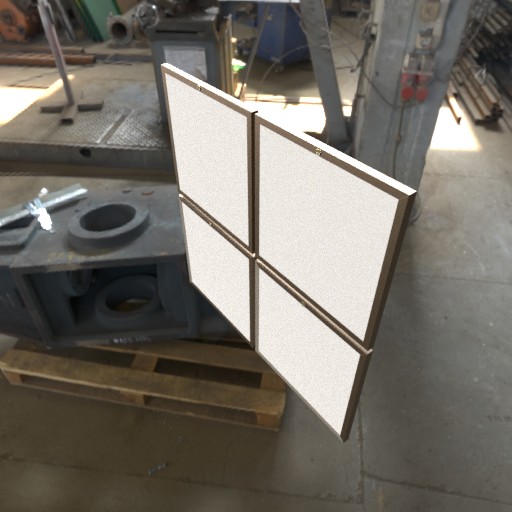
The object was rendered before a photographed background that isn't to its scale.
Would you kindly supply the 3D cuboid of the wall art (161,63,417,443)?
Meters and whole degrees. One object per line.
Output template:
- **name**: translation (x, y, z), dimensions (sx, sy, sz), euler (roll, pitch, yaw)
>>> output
- **wall art**: translation (0.000, 0.000, 1.541), dimensions (0.030, 1.032, 1.032), euler (-27, 47, -28)
